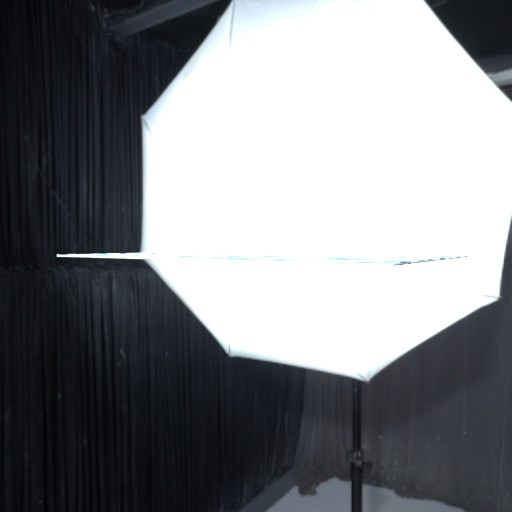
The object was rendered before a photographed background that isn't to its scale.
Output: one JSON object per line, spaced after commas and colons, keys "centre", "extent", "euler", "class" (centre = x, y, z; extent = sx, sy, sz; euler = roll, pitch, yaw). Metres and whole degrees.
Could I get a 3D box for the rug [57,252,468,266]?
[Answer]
{"centre": [0.000, 0.000, 3.089], "extent": [2.438, 0.015, 1.518], "euler": [1, 2, 36], "class": "rug"}
